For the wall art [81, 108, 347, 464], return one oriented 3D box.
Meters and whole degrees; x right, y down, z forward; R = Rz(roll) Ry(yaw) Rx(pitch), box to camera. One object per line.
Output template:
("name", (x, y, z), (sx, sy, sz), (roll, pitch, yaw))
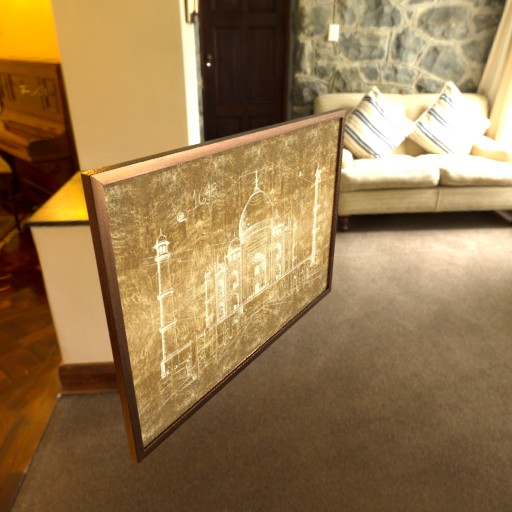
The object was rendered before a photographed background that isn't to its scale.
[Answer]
("wall art", (0.000, 0.000, 0.550), (0.012, 0.304, 0.431), (17, 31, 32))
